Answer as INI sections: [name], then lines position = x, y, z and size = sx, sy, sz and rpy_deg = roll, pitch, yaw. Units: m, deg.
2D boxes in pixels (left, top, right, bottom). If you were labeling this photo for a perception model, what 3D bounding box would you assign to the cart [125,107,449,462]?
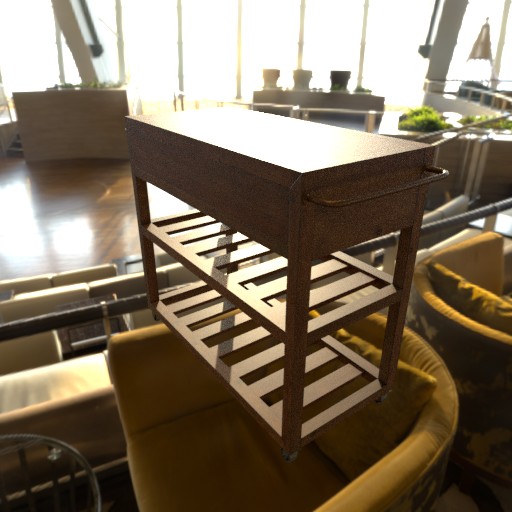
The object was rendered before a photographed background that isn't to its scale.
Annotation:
[cart]
position = 0.000, 0.000, 1.477
size = 0.445, 0.830, 1.065
rpy_deg = -17, 31, -32
